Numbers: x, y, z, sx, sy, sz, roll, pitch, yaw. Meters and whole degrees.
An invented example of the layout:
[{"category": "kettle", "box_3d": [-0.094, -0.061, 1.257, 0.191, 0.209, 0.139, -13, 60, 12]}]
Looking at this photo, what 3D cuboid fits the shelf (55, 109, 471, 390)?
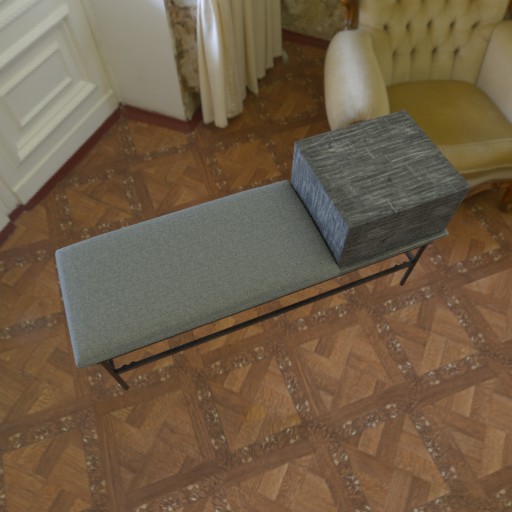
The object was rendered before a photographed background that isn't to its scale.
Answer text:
[{"category": "shelf", "box_3d": [0.000, 0.000, 1.650, 1.342, 0.633, 0.457, -19, 60, -11]}]
